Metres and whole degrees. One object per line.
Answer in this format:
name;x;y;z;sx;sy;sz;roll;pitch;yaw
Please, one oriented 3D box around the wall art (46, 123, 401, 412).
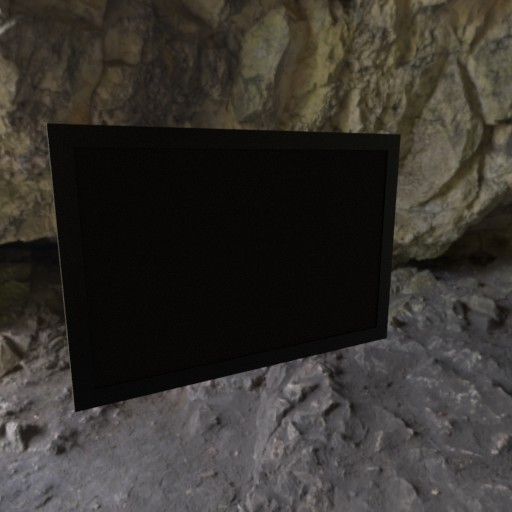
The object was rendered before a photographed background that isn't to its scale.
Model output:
wall art;0.000;0.000;0.816;0.660;0.447;0.013;-6;14;-26
